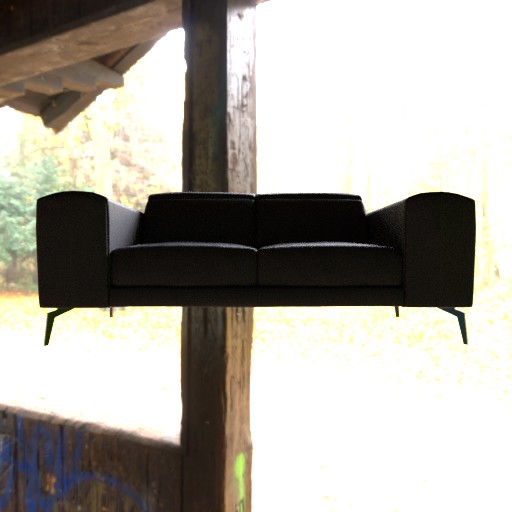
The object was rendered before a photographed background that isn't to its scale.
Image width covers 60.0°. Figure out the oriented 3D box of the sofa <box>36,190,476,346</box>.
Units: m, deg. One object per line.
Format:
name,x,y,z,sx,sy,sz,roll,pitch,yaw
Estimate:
sofa,0.000,0.000,2.356,1.895,0.779,1.003,0,0,-1
